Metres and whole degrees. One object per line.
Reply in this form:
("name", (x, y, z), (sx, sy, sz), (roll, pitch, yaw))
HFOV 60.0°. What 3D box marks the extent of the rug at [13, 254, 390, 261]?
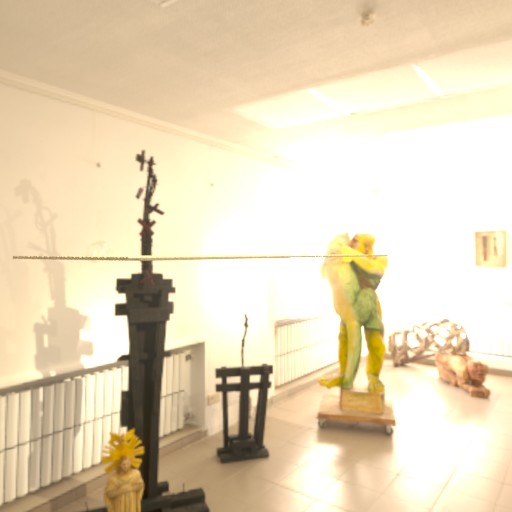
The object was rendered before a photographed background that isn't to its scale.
("rug", (0.000, 0.000, 2.740), (0.795, 0.015, 2.544), (0, 1, 36))
